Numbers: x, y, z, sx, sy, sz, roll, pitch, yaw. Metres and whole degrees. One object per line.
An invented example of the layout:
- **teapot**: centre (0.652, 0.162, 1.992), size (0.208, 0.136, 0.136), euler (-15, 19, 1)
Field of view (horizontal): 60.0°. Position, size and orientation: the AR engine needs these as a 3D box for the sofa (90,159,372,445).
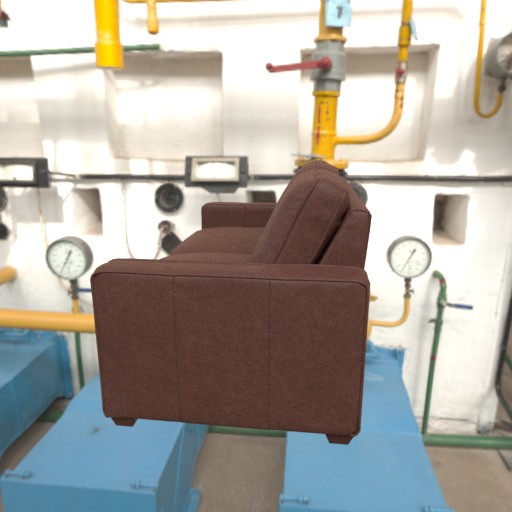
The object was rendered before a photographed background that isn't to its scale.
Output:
- **sofa**: centre (0.000, 0.000, 2.258), size (0.947, 0.918, 1.709), euler (2, 15, 7)
